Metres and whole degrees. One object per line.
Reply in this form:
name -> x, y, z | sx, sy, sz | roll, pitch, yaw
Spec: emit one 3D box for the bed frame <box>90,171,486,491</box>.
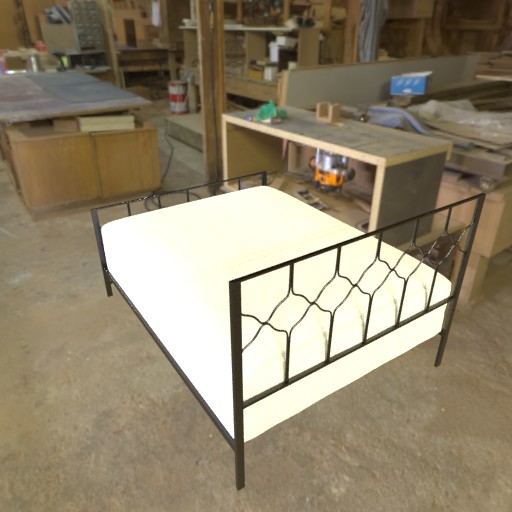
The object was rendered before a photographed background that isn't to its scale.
bed frame -> 0.000, 0.000, 3.037 | 1.597, 1.222, 2.063 | -18, 34, -29
